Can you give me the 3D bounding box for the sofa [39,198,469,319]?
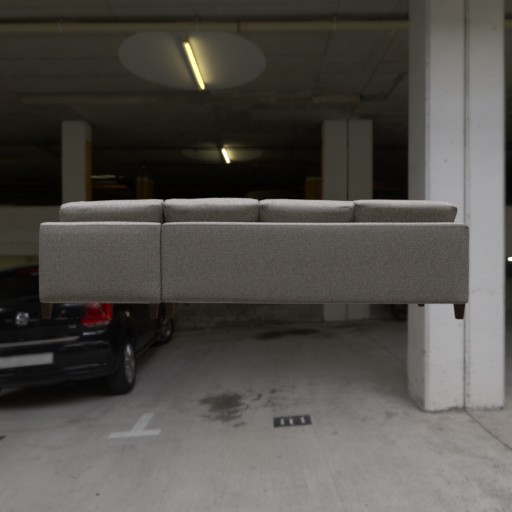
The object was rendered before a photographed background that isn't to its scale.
[{"bbox_3d":[0.000,0.000,4.602,3.302,0.947,2.593,0,0,1],"label":"sofa"}]
